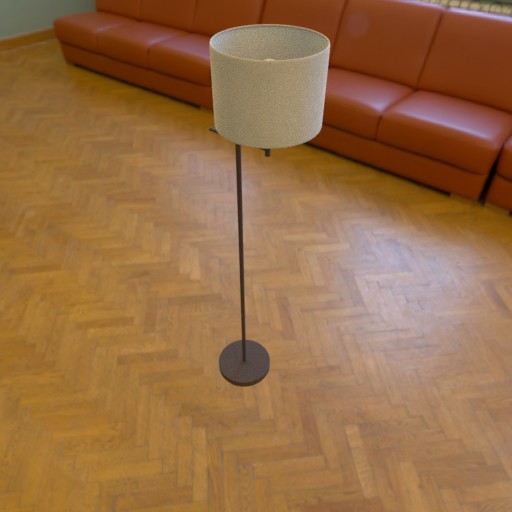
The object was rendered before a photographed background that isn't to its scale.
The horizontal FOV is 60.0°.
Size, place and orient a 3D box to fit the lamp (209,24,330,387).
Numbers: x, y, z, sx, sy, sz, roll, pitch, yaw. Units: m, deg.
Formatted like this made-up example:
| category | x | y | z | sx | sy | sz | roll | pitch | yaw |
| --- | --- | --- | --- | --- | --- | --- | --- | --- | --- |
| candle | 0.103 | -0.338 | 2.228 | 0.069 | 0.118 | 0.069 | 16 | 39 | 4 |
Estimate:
| category | x | y | z | sx | sy | sz | roll | pitch | yaw |
| --- | --- | --- | --- | --- | --- | --- | --- | --- | --- |
| lamp | 0.000 | 0.000 | 1.744 | 0.416 | 1.600 | 0.324 | 27 | 48 | 27 |
